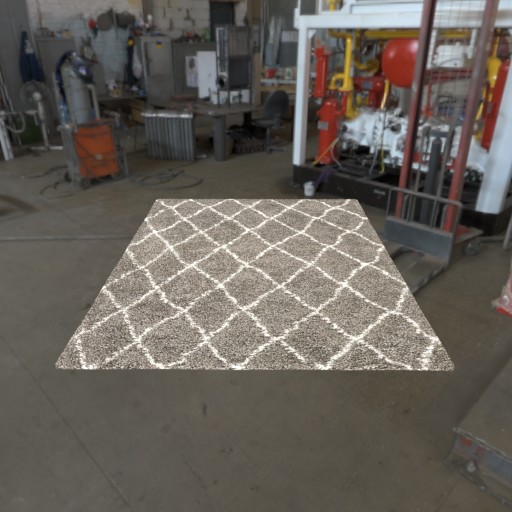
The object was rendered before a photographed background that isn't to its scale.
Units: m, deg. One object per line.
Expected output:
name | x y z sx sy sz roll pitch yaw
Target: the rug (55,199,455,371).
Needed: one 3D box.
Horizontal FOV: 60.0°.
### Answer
rug | 0.000 0.000 4.040 2.438 0.029 3.047 0 27 0
